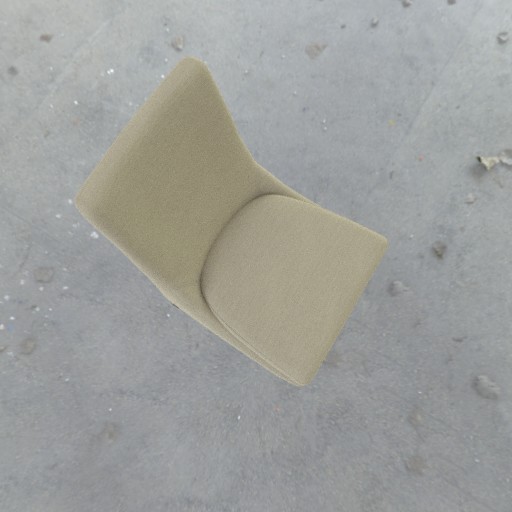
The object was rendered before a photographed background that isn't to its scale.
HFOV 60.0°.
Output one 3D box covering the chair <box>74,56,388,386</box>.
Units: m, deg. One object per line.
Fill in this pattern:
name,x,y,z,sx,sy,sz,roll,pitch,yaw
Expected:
chair,0.000,0.000,1.310,0.638,0.940,0.515,31,78,8
